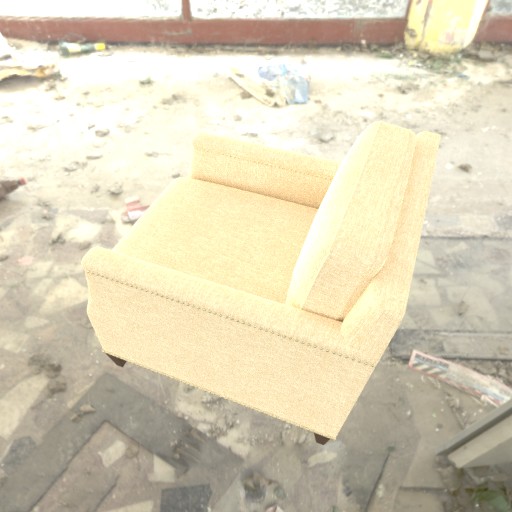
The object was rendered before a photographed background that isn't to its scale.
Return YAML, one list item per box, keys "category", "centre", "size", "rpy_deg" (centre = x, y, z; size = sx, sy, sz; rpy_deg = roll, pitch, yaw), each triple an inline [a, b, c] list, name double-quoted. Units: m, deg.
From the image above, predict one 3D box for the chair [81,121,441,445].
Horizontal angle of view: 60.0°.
- category: "chair"
  centre: [0.000, 0.000, 1.679]
  size: [1.041, 0.940, 0.838]
  rpy_deg: [16, 48, 15]
